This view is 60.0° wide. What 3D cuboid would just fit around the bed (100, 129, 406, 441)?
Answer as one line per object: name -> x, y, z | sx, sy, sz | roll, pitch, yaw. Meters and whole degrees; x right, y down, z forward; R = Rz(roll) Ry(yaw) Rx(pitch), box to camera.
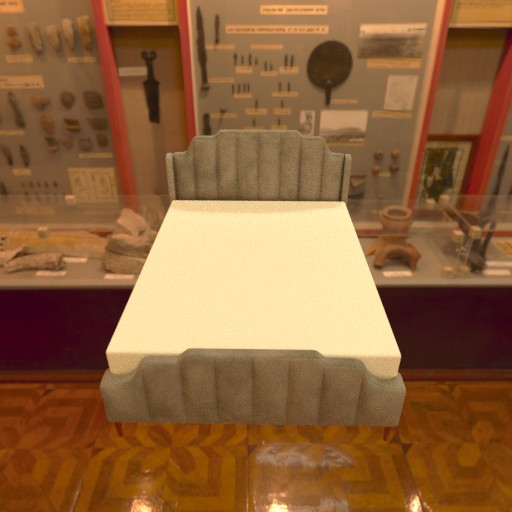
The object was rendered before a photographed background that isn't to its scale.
bed -> 0.000, 0.000, 3.285 | 1.676, 1.245, 2.340 | 1, 31, 1
